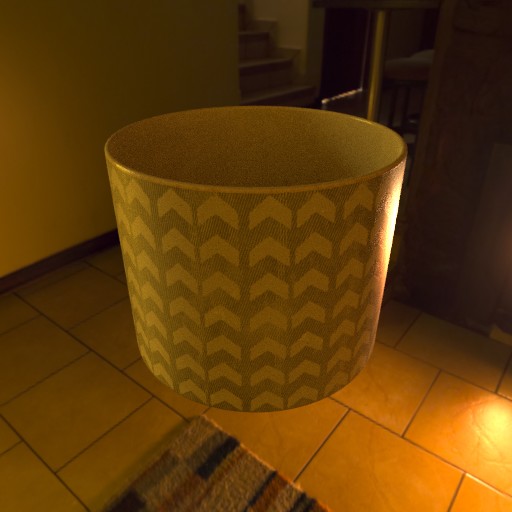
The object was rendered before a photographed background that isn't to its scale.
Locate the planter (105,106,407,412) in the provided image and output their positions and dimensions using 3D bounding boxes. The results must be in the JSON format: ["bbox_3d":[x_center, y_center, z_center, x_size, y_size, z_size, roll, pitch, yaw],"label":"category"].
[{"bbox_3d":[0.000,0.000,0.440,0.250,0.239,0.250,0,30,0],"label":"planter"}]
